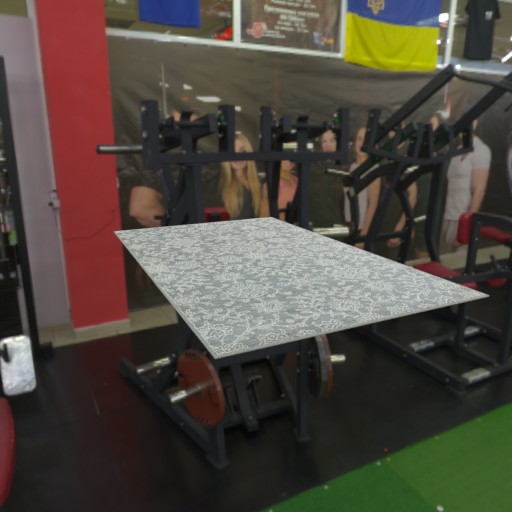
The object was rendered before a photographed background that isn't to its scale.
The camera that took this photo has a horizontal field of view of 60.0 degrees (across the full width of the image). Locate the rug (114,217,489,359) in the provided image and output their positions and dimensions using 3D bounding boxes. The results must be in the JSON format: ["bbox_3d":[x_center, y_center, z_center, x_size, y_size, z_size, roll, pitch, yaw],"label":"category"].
[{"bbox_3d":[0.000,0.000,3.035,1.515,0.010,2.430,-7,17,-25],"label":"rug"}]
